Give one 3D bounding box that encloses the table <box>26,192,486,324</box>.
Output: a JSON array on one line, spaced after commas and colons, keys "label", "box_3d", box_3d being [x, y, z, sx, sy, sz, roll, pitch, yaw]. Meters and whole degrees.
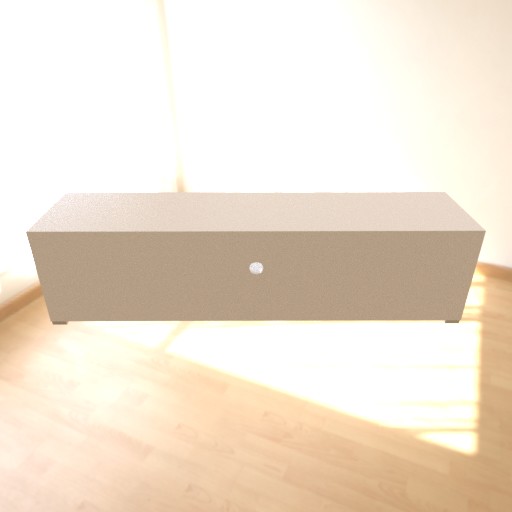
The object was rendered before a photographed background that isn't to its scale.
[{"label": "table", "box_3d": [0.000, 0.000, 1.860, 1.650, 0.420, 0.390, 0, 29, 0]}]
